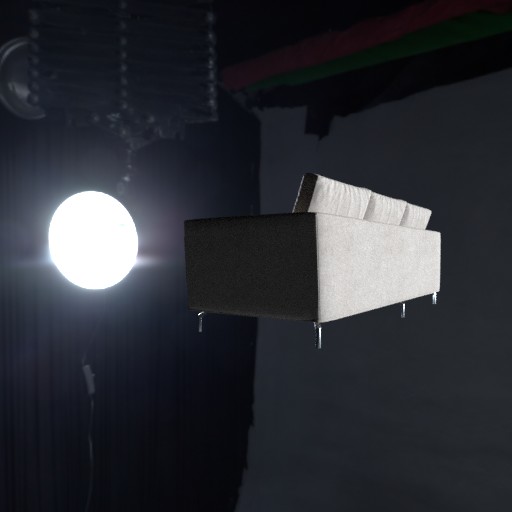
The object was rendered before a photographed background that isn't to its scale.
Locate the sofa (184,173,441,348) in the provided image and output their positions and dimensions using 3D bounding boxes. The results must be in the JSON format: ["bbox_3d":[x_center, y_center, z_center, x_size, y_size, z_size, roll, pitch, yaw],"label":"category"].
[{"bbox_3d":[0.000,0.000,3.729,2.438,0.864,2.438,0,0,36],"label":"sofa"}]
